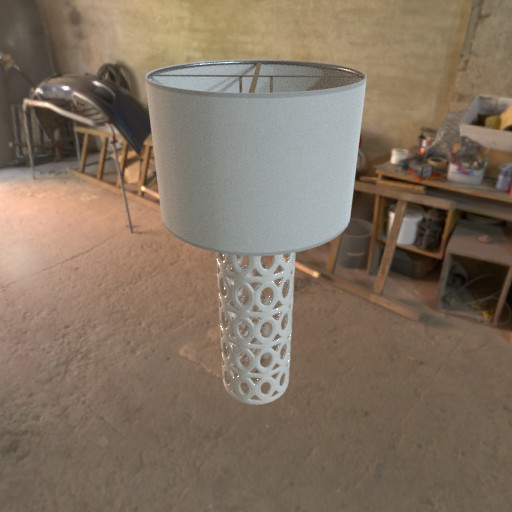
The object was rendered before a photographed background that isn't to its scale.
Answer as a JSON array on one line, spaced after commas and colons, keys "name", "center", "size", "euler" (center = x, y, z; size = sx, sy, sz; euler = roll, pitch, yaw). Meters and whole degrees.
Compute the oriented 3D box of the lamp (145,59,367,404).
[{"name": "lamp", "center": [0.000, 0.000, 0.825], "size": [0.325, 0.636, 0.324], "euler": [1, 30, 2]}]
